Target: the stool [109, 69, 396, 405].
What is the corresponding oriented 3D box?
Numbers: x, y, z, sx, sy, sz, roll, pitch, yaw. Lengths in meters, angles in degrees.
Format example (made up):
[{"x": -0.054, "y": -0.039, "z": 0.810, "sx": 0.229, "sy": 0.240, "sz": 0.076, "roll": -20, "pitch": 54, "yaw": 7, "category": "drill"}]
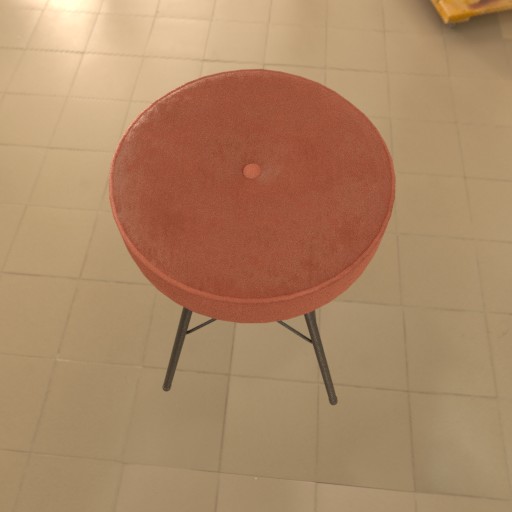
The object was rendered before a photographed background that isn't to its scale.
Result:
[{"x": 0.000, "y": 0.000, "z": 0.885, "sx": 0.421, "sy": 0.593, "sz": 0.457, "roll": 4, "pitch": 63, "yaw": 2, "category": "stool"}]
